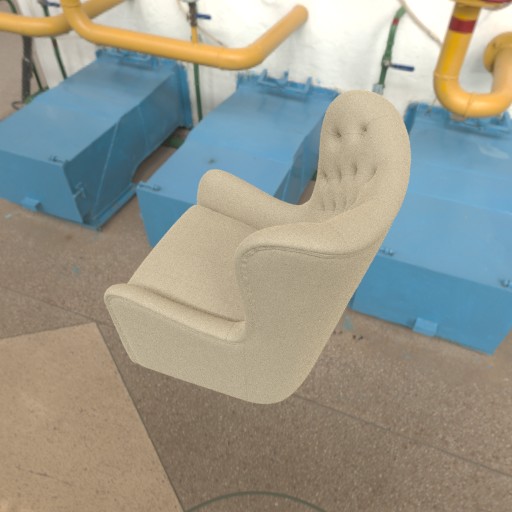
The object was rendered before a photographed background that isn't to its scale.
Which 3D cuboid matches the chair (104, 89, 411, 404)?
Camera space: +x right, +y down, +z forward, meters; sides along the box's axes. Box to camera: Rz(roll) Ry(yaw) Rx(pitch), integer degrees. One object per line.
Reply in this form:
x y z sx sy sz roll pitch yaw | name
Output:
0.000 0.000 1.715 0.929 1.079 0.831 17 49 16 | chair
